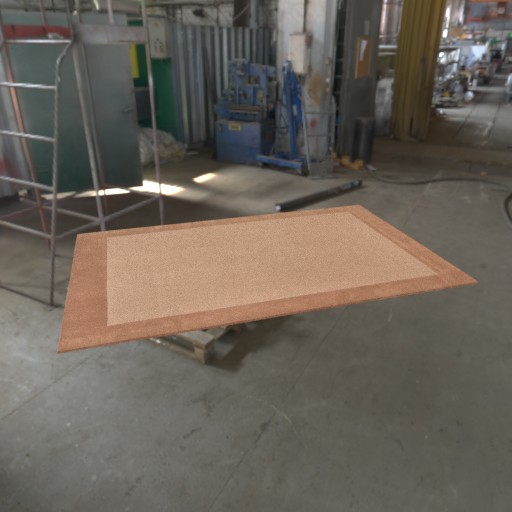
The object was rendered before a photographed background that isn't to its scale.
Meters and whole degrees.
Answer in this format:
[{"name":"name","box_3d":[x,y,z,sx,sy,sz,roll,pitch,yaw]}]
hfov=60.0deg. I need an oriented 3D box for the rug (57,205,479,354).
[{"name":"rug","box_3d":[0.000,0.000,3.091,2.438,0.014,1.524,-7,27,-15]}]
